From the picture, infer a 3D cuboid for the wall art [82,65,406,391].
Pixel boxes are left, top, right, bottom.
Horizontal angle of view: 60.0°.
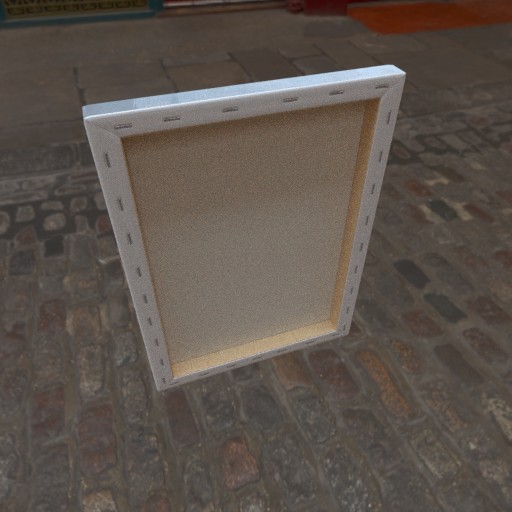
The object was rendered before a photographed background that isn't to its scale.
[{"bbox_3d":[0.000,0.000,0.806,0.455,0.613,0.037,-13,44,-14],"label":"wall art"}]
